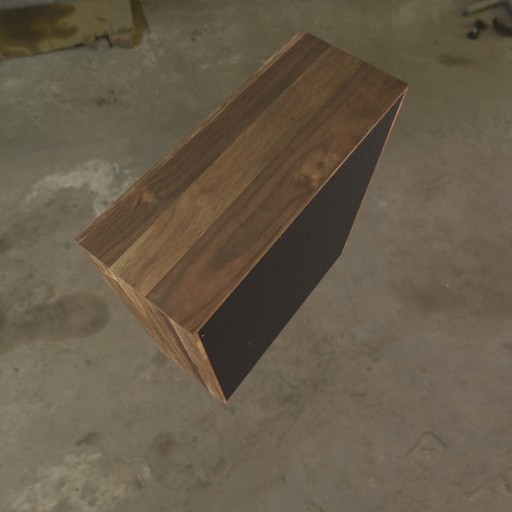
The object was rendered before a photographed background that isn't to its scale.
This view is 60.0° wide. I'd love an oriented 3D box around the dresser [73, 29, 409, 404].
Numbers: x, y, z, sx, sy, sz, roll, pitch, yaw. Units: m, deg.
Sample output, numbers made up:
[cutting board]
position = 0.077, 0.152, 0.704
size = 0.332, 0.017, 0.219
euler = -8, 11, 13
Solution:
[dresser]
position = 0.000, 0.000, 1.944
size = 0.442, 1.393, 1.062
euler = 35, 69, 16
